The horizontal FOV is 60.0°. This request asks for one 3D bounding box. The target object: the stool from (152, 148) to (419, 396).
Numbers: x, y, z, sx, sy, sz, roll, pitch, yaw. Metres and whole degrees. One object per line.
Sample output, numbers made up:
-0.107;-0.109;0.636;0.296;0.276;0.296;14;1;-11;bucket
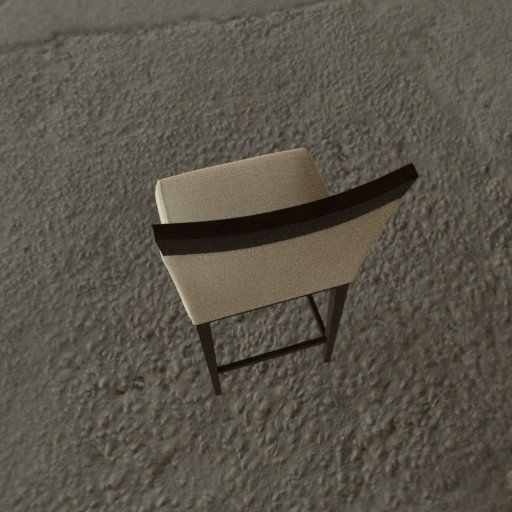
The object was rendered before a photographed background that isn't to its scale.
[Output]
0.000;0.000;1.393;0.511;1.117;0.531;-14;60;-8;stool
